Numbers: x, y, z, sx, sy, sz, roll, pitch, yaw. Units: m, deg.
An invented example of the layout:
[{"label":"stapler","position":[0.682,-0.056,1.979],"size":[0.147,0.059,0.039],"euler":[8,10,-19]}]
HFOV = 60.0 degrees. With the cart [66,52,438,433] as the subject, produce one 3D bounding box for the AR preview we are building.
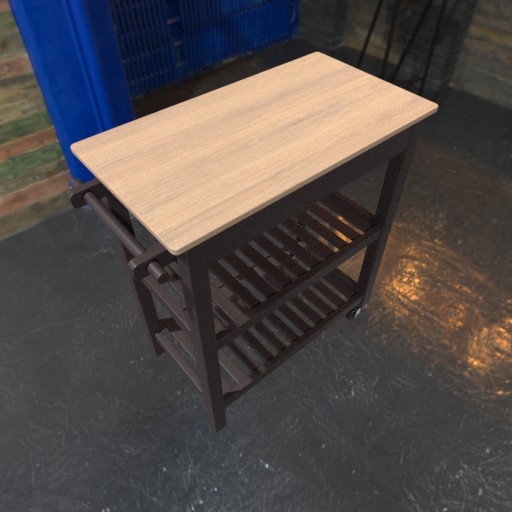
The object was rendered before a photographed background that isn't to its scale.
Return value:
[{"label":"cart","position":[0.000,0.000,1.439],"size":[0.899,0.927,0.457],"euler":[-32,54,-26]}]
